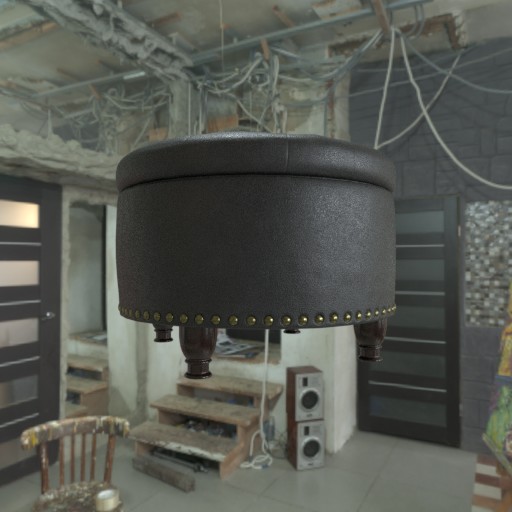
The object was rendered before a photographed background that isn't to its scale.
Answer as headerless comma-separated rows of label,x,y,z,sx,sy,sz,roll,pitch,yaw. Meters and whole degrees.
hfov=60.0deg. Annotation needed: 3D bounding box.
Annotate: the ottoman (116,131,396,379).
ottoman,0.000,0.000,1.053,0.637,0.442,0.637,0,-1,0
